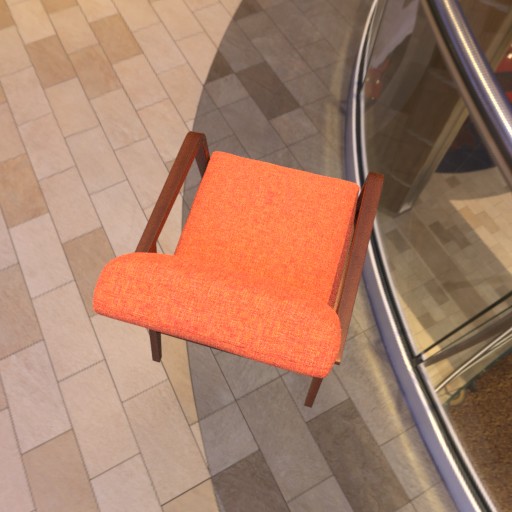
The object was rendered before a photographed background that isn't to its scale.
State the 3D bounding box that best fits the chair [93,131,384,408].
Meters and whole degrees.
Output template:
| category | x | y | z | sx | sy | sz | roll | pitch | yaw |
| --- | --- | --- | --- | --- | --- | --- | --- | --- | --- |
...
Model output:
| category | x | y | z | sx | sy | sz | roll | pitch | yaw |
| --- | --- | --- | --- | --- | --- | --- | --- | --- | --- |
| chair | 0.000 | 0.000 | 1.545 | 0.719 | 0.890 | 0.860 | 15 | 65 | 7 |
